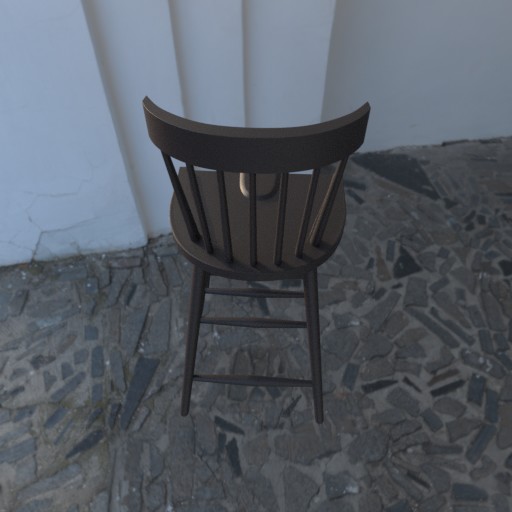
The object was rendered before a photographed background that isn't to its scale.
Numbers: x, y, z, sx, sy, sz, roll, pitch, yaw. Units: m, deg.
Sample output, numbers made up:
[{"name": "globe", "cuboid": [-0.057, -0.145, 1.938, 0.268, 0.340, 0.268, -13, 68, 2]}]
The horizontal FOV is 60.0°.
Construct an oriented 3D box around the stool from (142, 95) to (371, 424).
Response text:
[{"name": "stool", "cuboid": [0.000, 0.000, 1.253, 0.494, 0.953, 0.549, 2, 47, 2]}]
